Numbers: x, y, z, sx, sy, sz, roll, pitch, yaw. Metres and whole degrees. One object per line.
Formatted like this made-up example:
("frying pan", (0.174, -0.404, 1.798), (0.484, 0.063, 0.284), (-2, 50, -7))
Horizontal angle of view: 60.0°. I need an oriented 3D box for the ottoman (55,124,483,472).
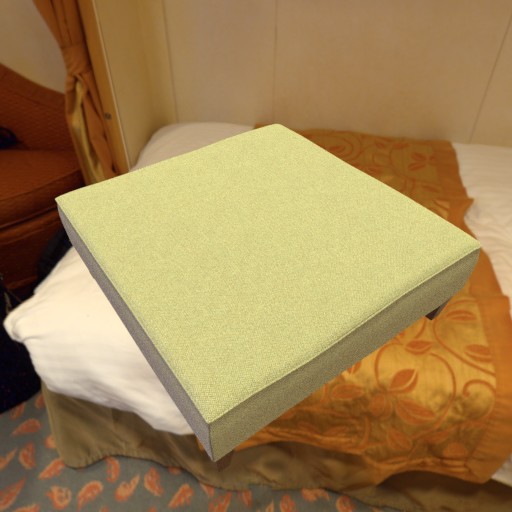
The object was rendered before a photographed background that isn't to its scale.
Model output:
("ottoman", (0.000, 0.000, 1.505), (0.968, 0.379, 1.004), (-26, 48, -26))
